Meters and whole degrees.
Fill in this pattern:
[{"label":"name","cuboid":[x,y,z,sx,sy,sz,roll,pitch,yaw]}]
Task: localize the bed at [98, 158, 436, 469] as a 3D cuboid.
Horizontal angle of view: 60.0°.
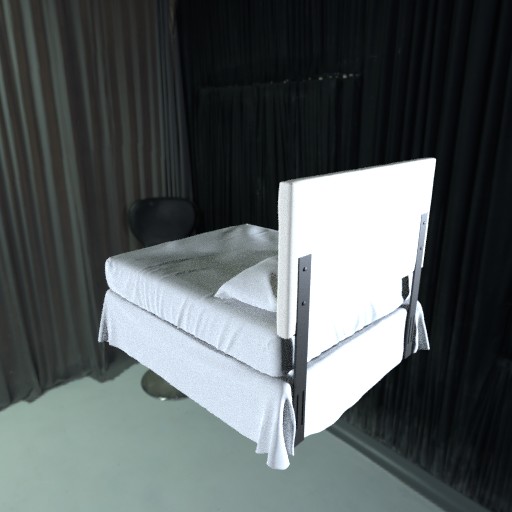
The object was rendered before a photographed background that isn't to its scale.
[{"label":"bed","cuboid":[0.000,0.000,3.554,2.222,1.577,1.936,17,25,42]}]
